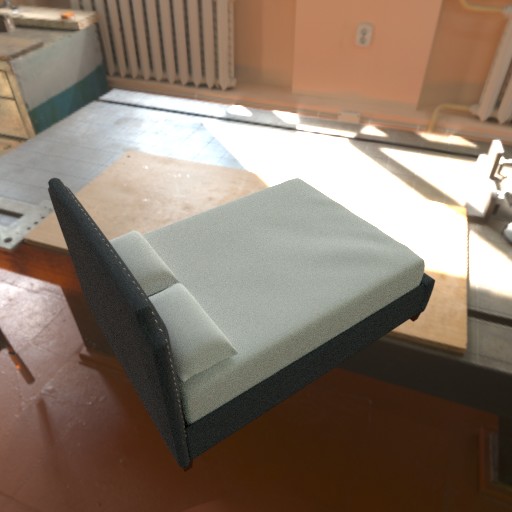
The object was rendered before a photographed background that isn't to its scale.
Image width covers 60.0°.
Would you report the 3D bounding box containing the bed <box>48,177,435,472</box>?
[{"bbox_3d":[0.000,0.000,3.402,2.372,1.443,1.713,-24,46,-26],"label":"bed"}]
